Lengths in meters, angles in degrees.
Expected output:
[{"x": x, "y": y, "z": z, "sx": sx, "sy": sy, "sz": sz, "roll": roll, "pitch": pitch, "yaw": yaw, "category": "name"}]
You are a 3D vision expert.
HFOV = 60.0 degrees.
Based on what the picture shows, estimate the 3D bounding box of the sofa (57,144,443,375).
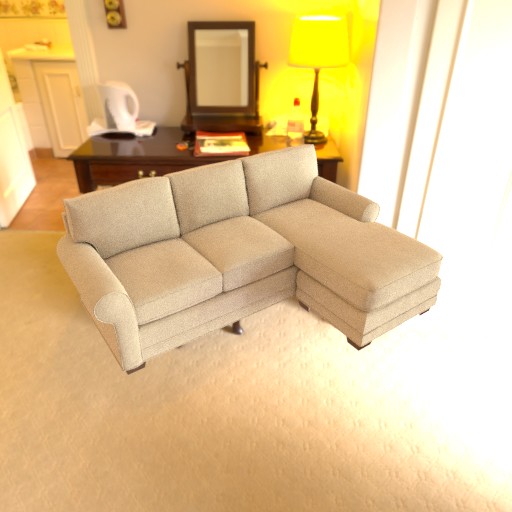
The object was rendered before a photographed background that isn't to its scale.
[{"x": 0.000, "y": 0.000, "z": 2.375, "sx": 1.770, "sy": 0.734, "sz": 1.226, "roll": -20, "pitch": 36, "yaw": -30, "category": "sofa"}]
